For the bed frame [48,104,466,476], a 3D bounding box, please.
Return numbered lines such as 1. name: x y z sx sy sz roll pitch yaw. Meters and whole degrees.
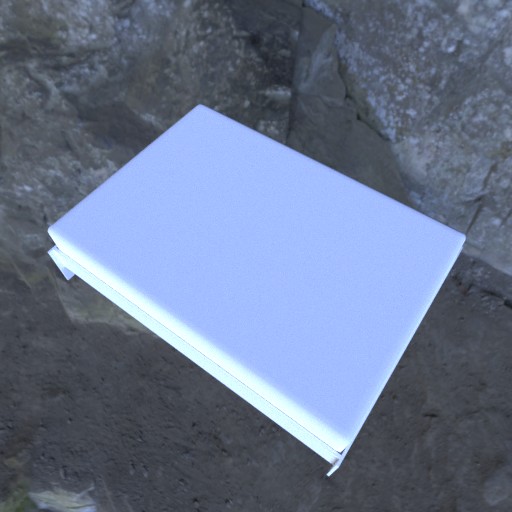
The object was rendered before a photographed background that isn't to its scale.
1. bed frame: 0.000 0.000 2.643 1.945 0.497 1.445 31 62 19
